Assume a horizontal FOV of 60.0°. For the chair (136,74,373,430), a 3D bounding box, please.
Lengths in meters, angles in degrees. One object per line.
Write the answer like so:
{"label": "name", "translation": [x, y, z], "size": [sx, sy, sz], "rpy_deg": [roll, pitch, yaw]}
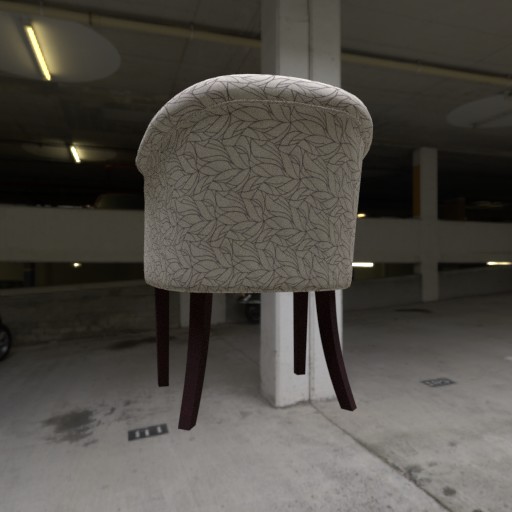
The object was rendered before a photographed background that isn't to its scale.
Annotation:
{"label": "chair", "translation": [0.000, 0.000, 1.317], "size": [0.686, 0.858, 0.613], "rpy_deg": [0, 0, -18]}
